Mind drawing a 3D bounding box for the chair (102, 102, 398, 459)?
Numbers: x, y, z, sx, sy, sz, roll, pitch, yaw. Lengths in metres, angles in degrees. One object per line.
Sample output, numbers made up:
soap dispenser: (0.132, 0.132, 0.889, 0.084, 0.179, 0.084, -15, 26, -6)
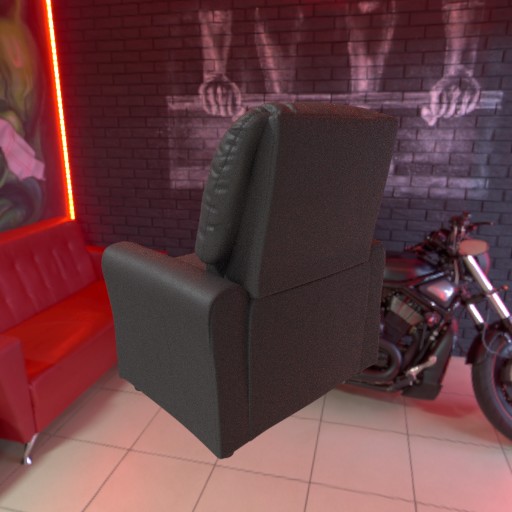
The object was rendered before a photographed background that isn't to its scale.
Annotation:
chair: (0.000, 0.000, 1.111, 0.610, 0.709, 0.521, -14, 21, -42)
